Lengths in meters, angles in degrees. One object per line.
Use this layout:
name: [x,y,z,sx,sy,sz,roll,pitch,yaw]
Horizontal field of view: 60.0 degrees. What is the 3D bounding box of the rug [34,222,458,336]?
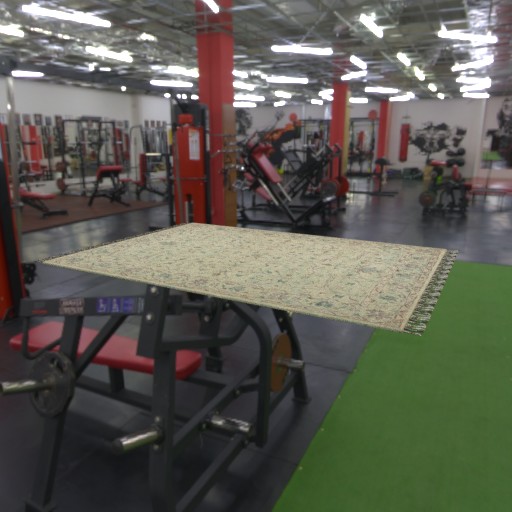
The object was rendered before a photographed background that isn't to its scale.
rug: [0.000,0.000,2.265,1.802,0.008,1.247,8,16,28]
